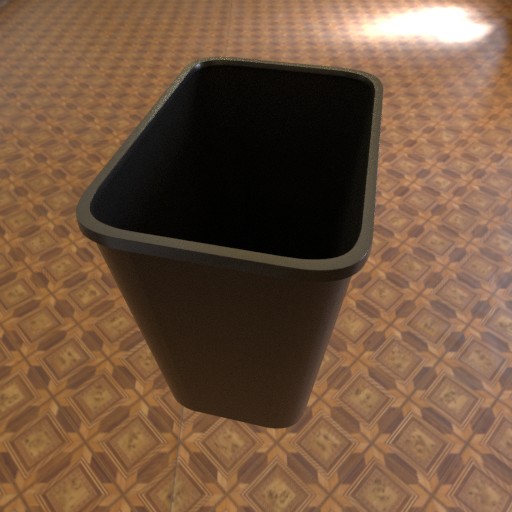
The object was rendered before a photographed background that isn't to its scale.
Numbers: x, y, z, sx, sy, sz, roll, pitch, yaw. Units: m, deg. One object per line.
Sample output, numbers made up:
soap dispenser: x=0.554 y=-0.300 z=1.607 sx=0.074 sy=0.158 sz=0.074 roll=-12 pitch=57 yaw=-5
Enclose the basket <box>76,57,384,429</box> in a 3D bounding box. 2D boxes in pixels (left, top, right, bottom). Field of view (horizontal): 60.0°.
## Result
basket: x=0.000 y=0.000 z=0.493 sx=0.211 sy=0.307 sz=0.300 roll=9 pitch=47 yaw=9
